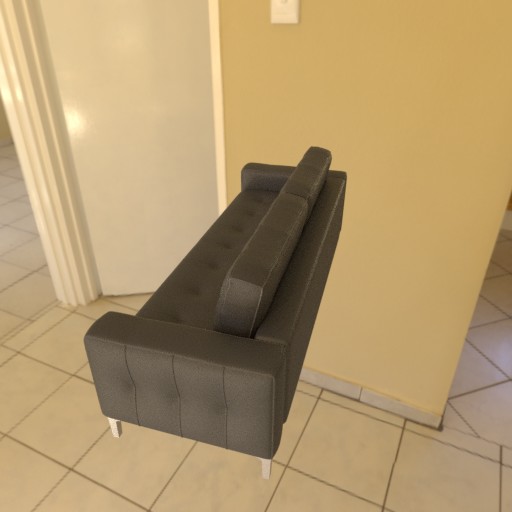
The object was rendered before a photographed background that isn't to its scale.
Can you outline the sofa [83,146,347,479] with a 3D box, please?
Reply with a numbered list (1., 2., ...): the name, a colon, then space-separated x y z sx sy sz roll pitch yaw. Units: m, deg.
1. sofa: 0.000 0.000 2.704 0.833 0.893 2.275 9 32 14
